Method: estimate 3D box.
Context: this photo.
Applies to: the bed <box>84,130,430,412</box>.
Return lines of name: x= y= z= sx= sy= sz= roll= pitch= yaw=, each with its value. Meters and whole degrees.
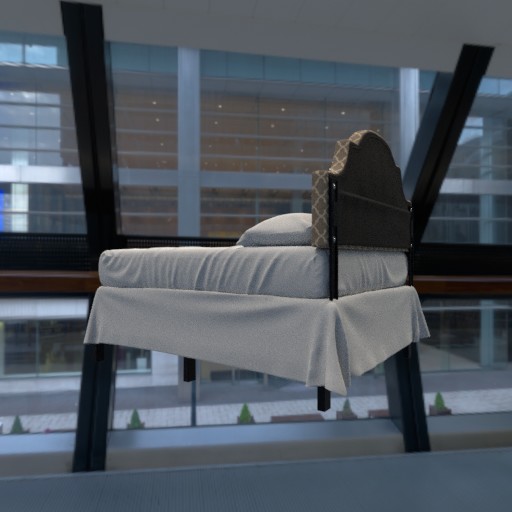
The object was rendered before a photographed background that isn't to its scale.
bed: x=0.000 y=0.000 z=3.494 sx=2.222 sy=1.633 sz=1.780 roll=0 pitch=0 yaw=35
